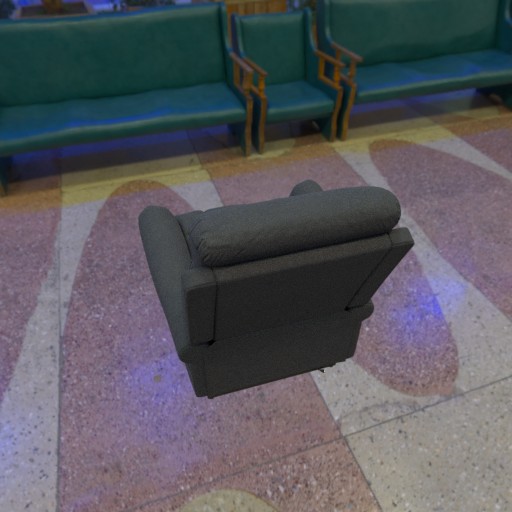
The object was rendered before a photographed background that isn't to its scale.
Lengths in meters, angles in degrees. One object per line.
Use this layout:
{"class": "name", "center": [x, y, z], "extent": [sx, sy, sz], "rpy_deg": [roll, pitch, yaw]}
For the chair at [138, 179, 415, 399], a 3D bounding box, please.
{"class": "chair", "center": [0.000, 0.000, 1.799], "extent": [0.871, 1.031, 0.979], "rpy_deg": [-11, 42, -13]}
